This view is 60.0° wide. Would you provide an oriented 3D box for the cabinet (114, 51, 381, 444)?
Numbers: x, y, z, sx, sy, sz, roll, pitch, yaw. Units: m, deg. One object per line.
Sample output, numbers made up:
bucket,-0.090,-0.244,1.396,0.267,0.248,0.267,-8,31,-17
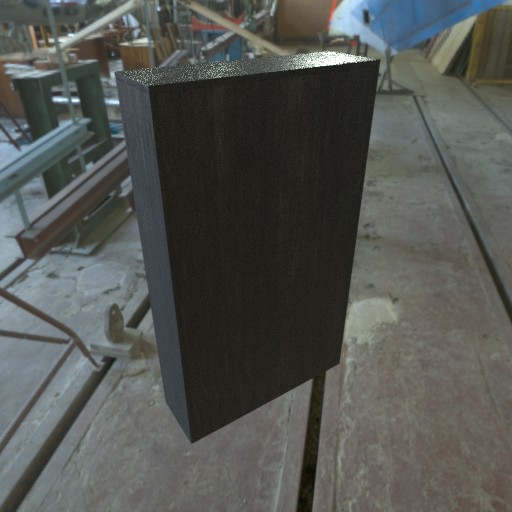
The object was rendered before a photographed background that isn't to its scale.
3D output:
cabinet,0.000,0.000,1.599,0.750,1.280,0.250,-19,36,-28
